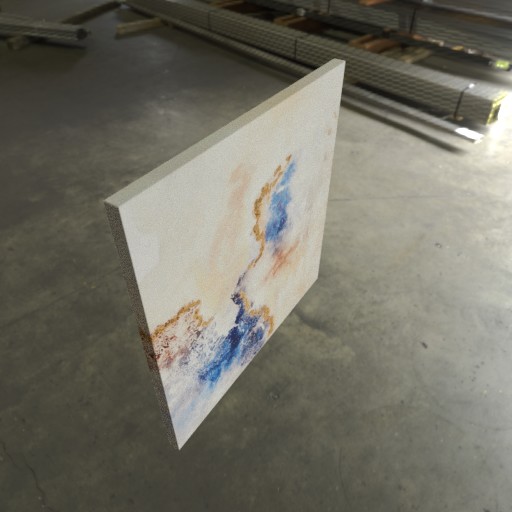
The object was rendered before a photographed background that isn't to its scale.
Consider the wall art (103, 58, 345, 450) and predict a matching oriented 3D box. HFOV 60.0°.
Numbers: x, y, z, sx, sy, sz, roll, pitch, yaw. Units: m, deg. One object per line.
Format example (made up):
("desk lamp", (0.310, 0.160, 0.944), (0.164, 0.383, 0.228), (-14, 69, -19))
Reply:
("wall art", (0.000, 0.000, 1.320), (0.038, 0.889, 0.889), (24, 47, 25))
